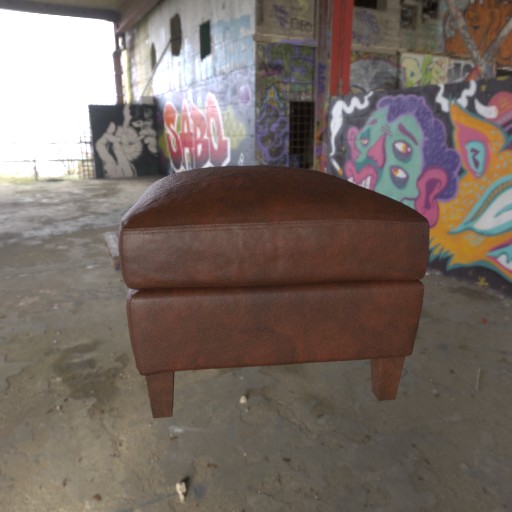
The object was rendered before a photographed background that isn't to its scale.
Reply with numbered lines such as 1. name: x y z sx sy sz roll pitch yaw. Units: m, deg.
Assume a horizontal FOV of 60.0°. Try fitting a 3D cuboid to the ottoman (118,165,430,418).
1. ottoman: 0.000 0.000 1.322 0.659 0.527 0.887 -2 15 -7
